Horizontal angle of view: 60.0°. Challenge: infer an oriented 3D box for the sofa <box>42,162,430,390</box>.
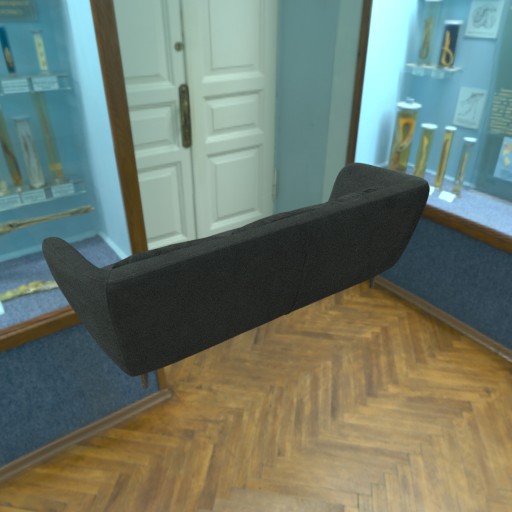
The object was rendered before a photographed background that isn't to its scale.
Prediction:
[{"bbox_3d":[0.000,0.000,2.783,2.296,0.875,0.956,-19,35,-29],"label":"sofa"}]
